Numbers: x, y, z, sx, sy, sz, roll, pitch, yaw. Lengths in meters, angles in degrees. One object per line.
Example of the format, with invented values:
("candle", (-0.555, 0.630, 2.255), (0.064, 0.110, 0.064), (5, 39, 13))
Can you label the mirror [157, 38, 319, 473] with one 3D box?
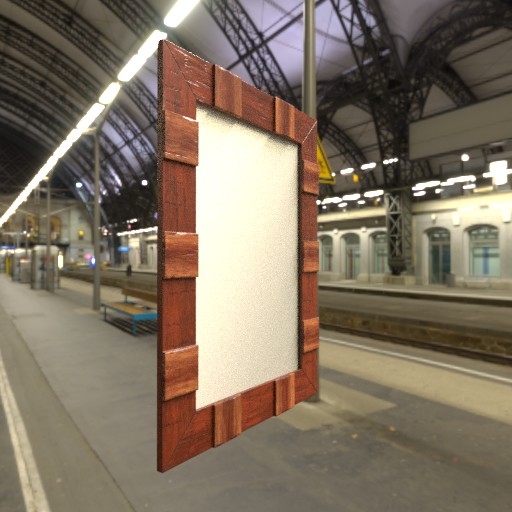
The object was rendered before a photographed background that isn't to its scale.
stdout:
("mirror", (0.000, 0.000, 1.065), (0.021, 0.805, 0.600), (0, 0, 36))
